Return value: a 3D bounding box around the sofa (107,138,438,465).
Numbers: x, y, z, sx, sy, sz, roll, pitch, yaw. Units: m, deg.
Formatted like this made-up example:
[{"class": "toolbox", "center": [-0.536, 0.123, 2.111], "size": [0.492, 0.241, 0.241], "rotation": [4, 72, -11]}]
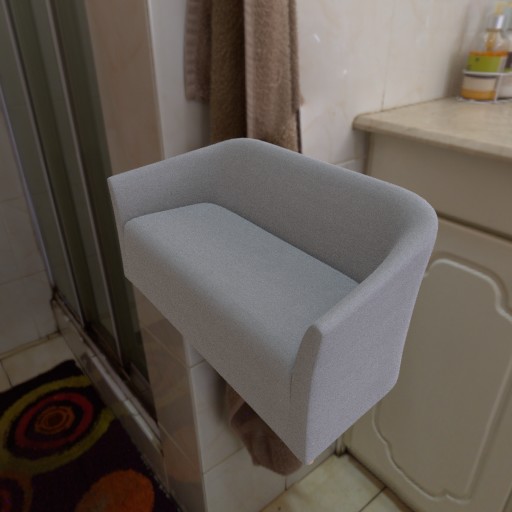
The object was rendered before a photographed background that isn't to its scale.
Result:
[{"class": "sofa", "center": [0.000, 0.000, 1.878], "size": [0.705, 0.721, 1.452], "rotation": [-20, 34, -32]}]
